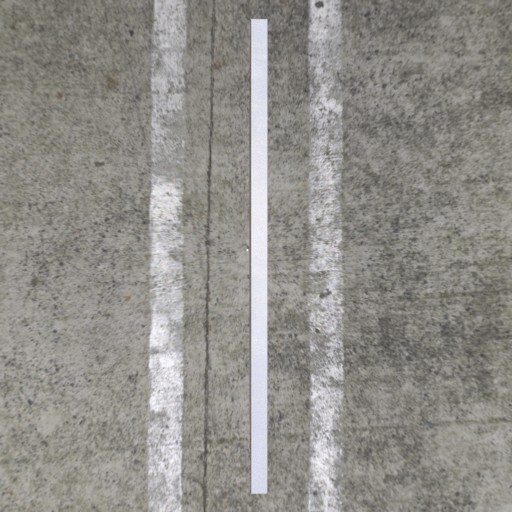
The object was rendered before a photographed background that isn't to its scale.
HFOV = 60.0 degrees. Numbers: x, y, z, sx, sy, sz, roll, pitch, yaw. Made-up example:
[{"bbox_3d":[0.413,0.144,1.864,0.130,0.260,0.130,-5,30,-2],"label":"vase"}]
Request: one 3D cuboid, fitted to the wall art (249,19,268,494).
[{"bbox_3d":[0.000,0.000,1.449,0.041,0.762,1.145,0,91,-1],"label":"wall art"}]
